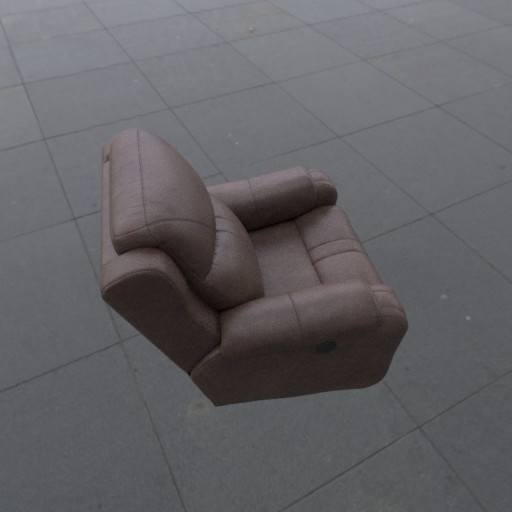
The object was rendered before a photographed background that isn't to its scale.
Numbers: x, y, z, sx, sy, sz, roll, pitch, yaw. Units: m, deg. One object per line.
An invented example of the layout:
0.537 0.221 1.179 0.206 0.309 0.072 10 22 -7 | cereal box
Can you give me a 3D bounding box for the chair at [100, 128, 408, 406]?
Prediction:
0.000 0.000 1.820 1.067 0.990 0.940 -10 47 -9 | chair
